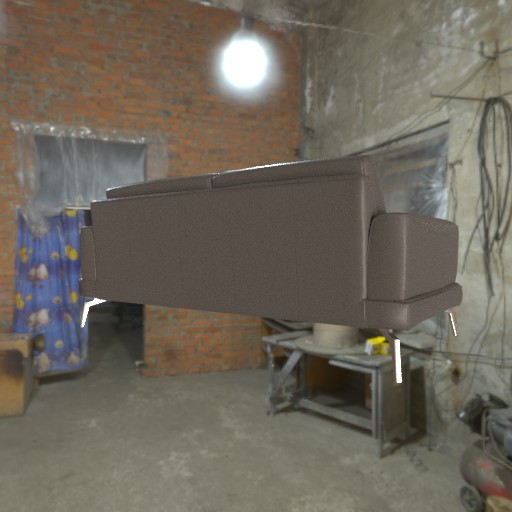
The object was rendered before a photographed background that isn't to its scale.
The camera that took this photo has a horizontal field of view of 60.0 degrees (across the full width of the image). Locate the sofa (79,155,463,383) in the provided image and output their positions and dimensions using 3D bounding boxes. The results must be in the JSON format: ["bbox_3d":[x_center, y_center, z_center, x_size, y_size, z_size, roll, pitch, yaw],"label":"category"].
[{"bbox_3d":[0.000,0.000,2.716,2.177,0.930,1.121,1,1,35],"label":"sofa"}]
